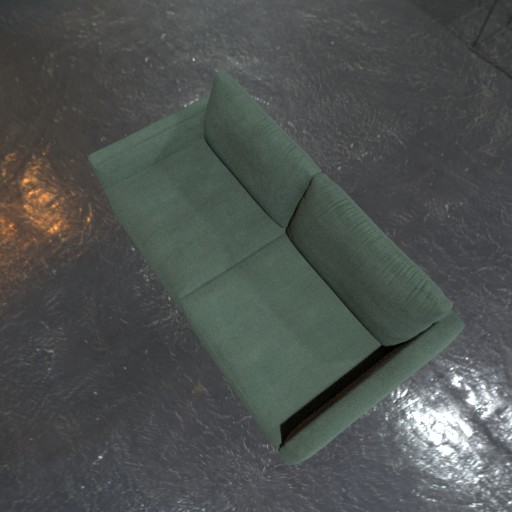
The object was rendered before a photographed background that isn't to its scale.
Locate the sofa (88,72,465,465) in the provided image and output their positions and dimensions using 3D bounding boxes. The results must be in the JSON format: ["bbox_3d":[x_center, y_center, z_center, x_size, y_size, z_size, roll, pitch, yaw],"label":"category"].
[{"bbox_3d":[0.000,0.000,2.119,0.875,0.817,1.676,-33,67,-15],"label":"sofa"}]
